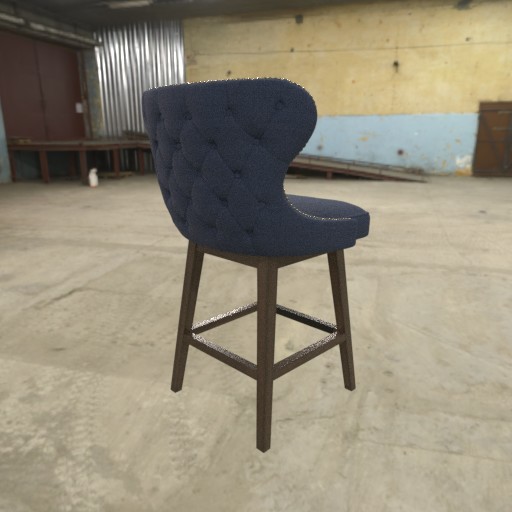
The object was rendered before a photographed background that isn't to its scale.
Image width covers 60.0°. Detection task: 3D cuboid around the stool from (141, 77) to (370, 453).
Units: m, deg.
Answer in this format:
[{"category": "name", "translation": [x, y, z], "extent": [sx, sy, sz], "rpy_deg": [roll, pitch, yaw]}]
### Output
[{"category": "stool", "translation": [0.000, 0.000, 1.383], "extent": [0.615, 0.972, 0.597], "rpy_deg": [15, 21, 43]}]
